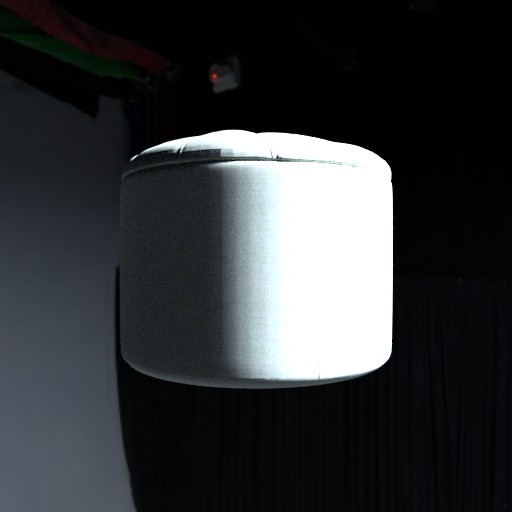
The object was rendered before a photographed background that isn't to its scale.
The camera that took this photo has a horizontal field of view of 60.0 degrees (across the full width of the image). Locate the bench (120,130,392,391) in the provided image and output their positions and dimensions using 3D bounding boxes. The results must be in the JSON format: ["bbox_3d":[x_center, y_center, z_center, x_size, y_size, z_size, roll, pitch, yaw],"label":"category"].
[{"bbox_3d":[0.000,0.000,1.021,0.600,0.453,0.600,0,0,0],"label":"bench"}]
